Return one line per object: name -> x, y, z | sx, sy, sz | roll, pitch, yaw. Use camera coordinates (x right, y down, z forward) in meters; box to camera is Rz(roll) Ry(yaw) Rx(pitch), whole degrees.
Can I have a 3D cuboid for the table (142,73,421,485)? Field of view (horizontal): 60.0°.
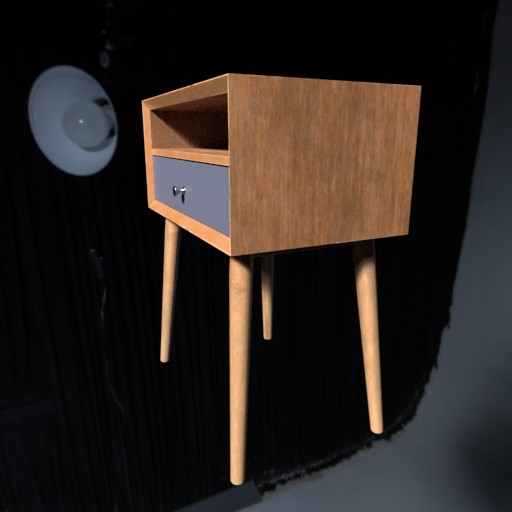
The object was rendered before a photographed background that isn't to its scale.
table -> 0.000, 0.000, 0.845 | 0.307, 0.580, 0.454 | -7, 17, -25
